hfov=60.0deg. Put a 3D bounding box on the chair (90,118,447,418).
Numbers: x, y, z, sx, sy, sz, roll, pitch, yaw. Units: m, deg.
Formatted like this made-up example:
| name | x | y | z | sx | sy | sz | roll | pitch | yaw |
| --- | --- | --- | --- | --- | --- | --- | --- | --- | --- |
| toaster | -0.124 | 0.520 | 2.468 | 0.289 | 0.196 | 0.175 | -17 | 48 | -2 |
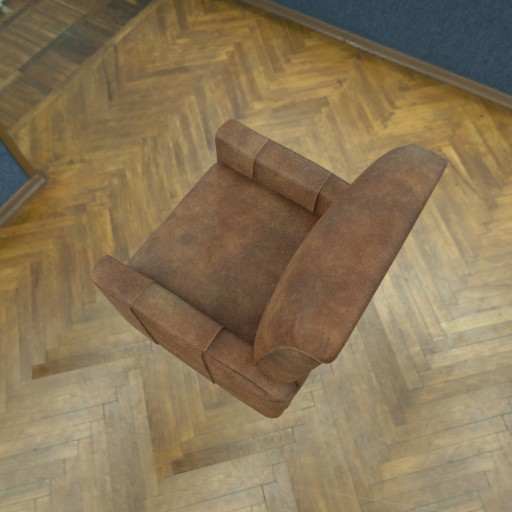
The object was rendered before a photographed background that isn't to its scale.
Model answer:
| name | x | y | z | sx | sy | sz | roll | pitch | yaw |
| --- | --- | --- | --- | --- | --- | --- | --- | --- | --- |
| chair | 0.000 | 0.000 | 1.610 | 0.836 | 1.043 | 0.843 | 30 | 67 | 14 |
